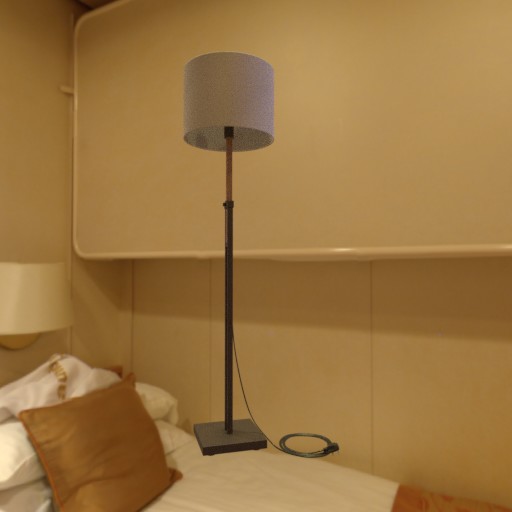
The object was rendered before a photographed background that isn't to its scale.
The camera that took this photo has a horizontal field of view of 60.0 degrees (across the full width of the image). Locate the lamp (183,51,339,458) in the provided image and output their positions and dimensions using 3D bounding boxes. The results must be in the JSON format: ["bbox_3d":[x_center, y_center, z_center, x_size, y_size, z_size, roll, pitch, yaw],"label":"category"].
[{"bbox_3d":[0.000,0.000,1.980,0.639,1.650,0.474,0,-1,-16],"label":"lamp"}]
